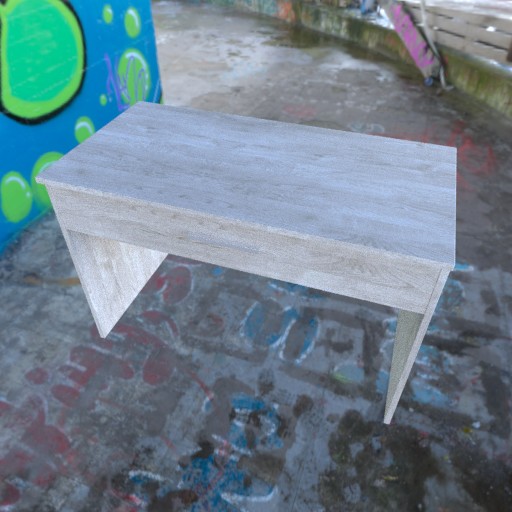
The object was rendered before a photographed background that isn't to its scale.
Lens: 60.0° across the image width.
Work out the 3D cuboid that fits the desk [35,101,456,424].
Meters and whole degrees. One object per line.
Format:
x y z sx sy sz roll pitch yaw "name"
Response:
0.000 0.000 1.528 1.100 0.730 0.560 13 43 14 "desk"
